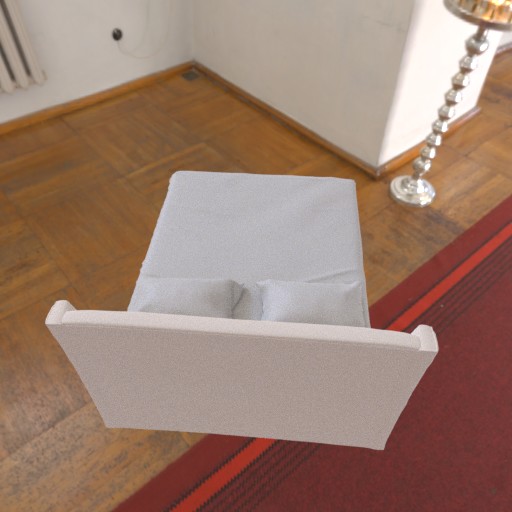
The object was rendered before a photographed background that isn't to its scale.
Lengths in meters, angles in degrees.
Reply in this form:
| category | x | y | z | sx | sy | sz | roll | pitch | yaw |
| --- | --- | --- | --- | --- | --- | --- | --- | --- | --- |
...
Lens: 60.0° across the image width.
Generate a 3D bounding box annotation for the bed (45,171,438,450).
| category | x | y | z | sx | sy | sz | roll | pitch | yaw |
| --- | --- | --- | --- | --- | --- | --- | --- | --- | --- |
| bed | 0.000 | 0.000 | 3.342 | 1.925 | 1.332 | 2.276 | 4 | 47 | 3 |
